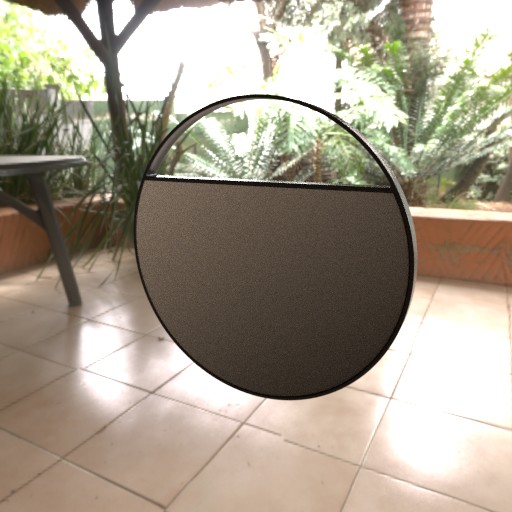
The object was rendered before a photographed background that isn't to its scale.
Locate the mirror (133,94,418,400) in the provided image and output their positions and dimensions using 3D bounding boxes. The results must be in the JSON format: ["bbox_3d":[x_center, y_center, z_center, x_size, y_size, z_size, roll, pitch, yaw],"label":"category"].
[{"bbox_3d":[0.000,0.000,0.824,0.565,0.565,0.032,7,16,26],"label":"mirror"}]
